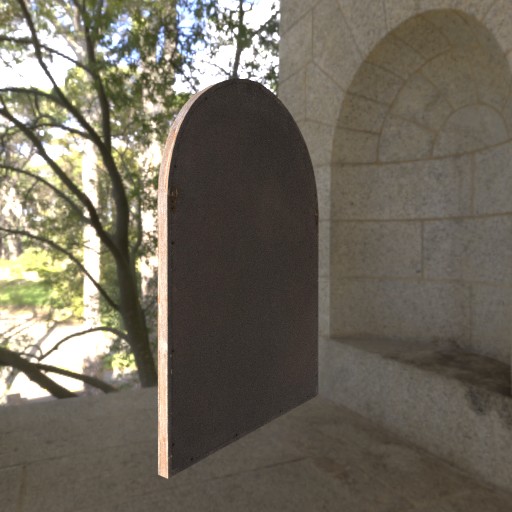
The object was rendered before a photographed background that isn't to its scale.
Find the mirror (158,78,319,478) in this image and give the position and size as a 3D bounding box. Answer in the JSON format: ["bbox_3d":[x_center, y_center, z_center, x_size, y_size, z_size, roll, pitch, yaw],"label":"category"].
[{"bbox_3d":[0.000,0.000,1.191,0.032,0.920,0.660,0,1,36],"label":"mirror"}]
